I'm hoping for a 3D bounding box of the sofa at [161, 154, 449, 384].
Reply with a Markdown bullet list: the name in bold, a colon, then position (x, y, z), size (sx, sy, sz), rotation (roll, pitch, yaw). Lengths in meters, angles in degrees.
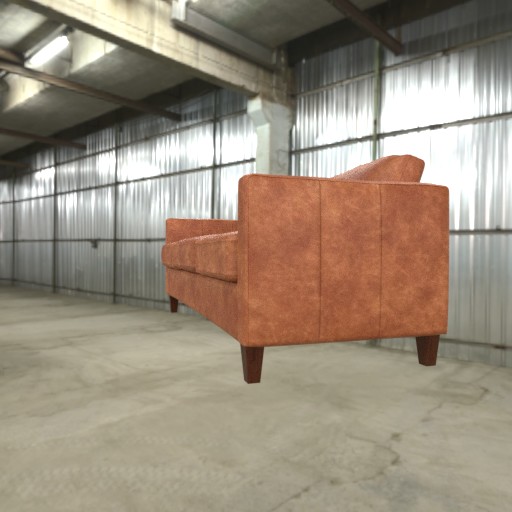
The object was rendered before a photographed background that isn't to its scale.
- **sofa**: position (0.000, 0.000, 2.980), size (1.045, 1.006, 2.464), rotation (0, 0, -19)
